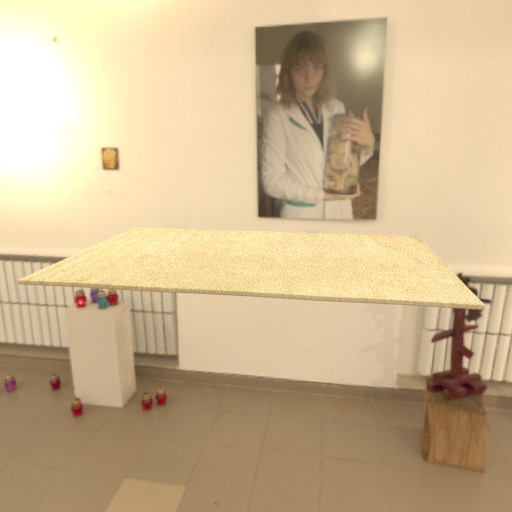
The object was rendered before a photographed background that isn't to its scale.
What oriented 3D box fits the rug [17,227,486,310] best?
[{"bbox_3d":[0.000,0.000,2.903,2.346,0.025,1.500,2,15,9],"label":"rug"}]
